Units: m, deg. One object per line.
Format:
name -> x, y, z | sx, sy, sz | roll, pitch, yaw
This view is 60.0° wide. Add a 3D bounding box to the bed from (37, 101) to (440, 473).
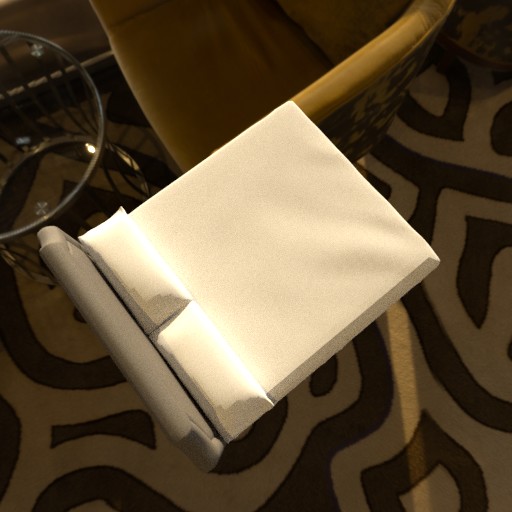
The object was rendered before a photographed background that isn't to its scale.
bed -> 0.000, 0.000, 3.767 | 2.536, 1.561, 2.194 | -38, 78, -9
